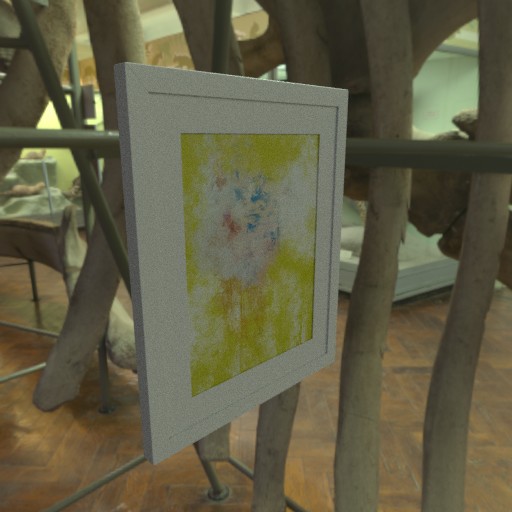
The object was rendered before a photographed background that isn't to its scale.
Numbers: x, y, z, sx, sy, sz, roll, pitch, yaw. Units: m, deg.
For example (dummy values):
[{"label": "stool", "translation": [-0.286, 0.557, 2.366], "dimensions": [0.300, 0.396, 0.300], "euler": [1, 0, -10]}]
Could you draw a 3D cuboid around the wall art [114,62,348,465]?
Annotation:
[{"label": "wall art", "translation": [0.000, 0.000, 0.748], "dimensions": [0.454, 0.556, 0.028], "euler": [-14, 21, -43]}]
